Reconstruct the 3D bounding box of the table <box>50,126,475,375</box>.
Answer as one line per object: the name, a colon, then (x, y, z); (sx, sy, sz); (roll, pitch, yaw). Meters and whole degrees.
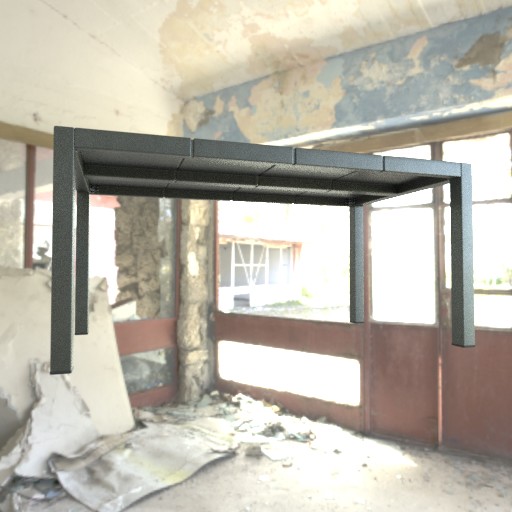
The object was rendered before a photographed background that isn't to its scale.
table: (0.000, 0.000, 1.225); (0.965, 0.460, 0.559); (1, -2, -18)
